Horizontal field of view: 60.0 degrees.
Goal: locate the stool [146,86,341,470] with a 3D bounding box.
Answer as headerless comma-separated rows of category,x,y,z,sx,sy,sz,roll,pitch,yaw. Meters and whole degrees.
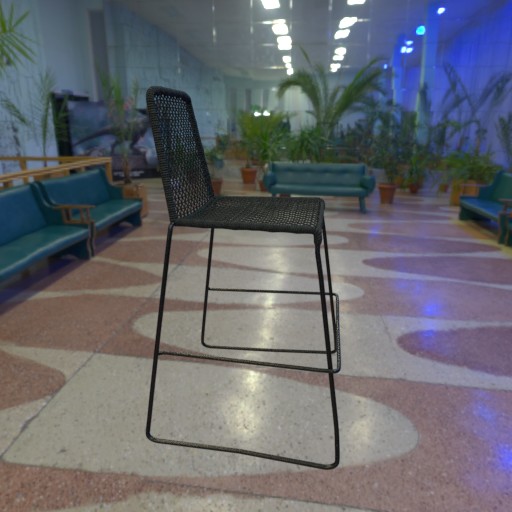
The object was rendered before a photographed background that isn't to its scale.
stool,0.000,0.000,1.269,0.509,0.905,0.590,3,17,9
